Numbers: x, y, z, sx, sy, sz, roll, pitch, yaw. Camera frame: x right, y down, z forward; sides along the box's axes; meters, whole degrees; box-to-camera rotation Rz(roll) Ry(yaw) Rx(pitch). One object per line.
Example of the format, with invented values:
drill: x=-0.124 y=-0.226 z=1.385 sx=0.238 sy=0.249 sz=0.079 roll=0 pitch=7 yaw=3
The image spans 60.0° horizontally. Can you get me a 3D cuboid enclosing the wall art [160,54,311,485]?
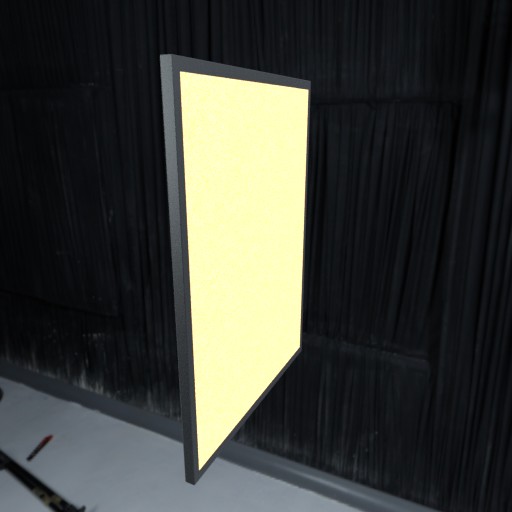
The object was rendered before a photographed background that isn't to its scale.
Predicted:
wall art: x=0.000 y=0.000 z=1.333 sx=0.030 sy=1.027 sz=0.774 roll=9 pitch=19 yaw=25
